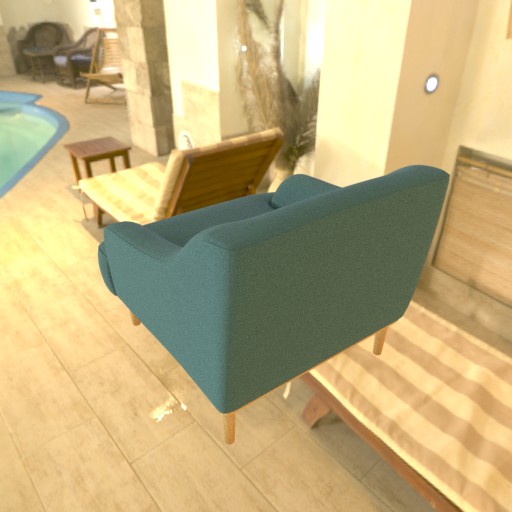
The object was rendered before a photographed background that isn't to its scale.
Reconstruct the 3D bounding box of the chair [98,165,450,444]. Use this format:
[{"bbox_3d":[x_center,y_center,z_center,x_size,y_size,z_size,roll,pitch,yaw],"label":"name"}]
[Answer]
[{"bbox_3d":[0.000,0.000,1.666,0.946,0.818,0.951,-20,37,-29],"label":"chair"}]
